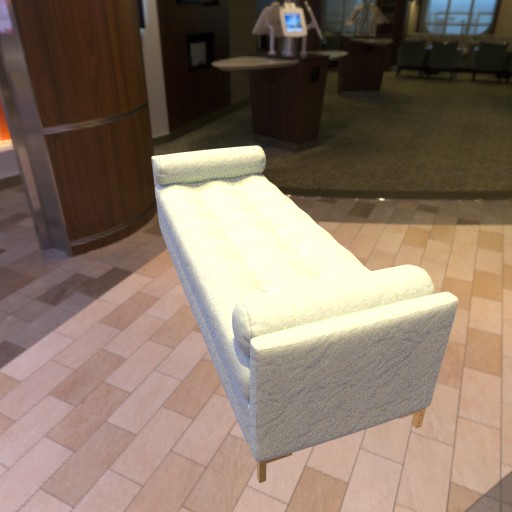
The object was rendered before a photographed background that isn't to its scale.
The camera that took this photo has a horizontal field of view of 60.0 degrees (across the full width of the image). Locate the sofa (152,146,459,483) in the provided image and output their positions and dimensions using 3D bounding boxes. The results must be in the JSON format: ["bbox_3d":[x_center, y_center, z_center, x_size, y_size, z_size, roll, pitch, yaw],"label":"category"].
[{"bbox_3d":[0.000,0.000,2.430,0.796,0.705,2.102,-10,31,-17],"label":"sofa"}]
